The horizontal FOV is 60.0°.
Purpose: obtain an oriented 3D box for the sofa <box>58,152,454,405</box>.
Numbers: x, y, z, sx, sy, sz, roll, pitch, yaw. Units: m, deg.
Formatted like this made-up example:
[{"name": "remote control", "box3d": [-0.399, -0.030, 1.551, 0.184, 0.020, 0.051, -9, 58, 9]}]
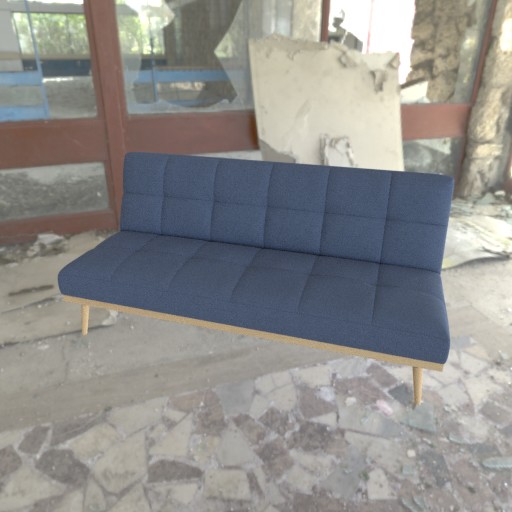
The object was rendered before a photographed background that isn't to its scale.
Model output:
[{"name": "sofa", "box3d": [0.000, 0.000, 2.217, 1.800, 0.800, 0.796, 8, 27, 16]}]
